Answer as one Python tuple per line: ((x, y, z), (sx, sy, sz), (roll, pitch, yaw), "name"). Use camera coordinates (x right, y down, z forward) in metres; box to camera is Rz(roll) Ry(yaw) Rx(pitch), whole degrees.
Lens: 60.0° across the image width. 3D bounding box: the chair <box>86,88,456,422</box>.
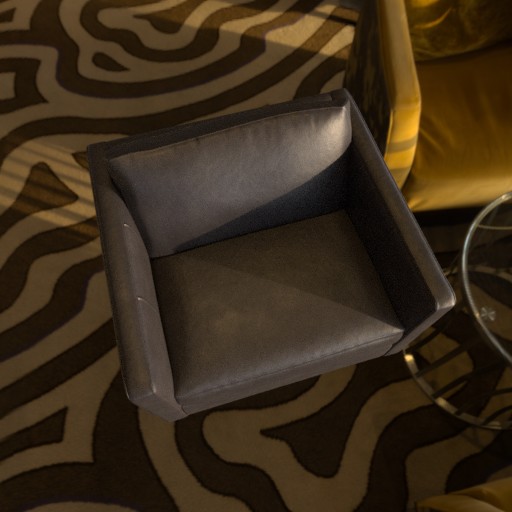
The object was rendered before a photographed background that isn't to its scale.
((0.000, 0.000, 1.568), (0.939, 0.811, 0.862), (-15, 65, -7), "chair")
